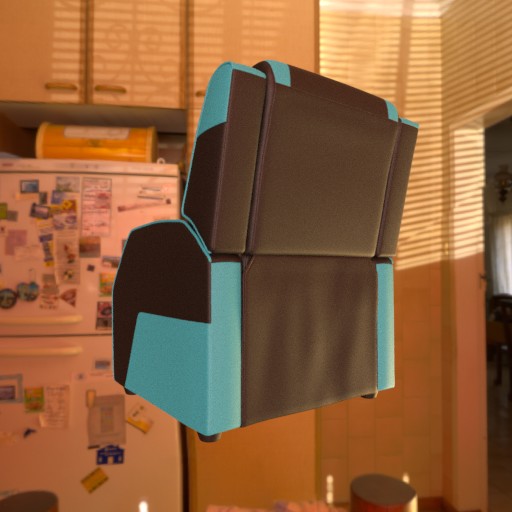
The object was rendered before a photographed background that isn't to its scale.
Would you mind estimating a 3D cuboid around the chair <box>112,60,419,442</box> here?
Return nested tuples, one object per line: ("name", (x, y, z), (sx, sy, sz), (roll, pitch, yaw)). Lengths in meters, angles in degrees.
("chair", (0.000, 0.000, 1.268), (0.620, 0.805, 0.672), (1, -2, -37))
